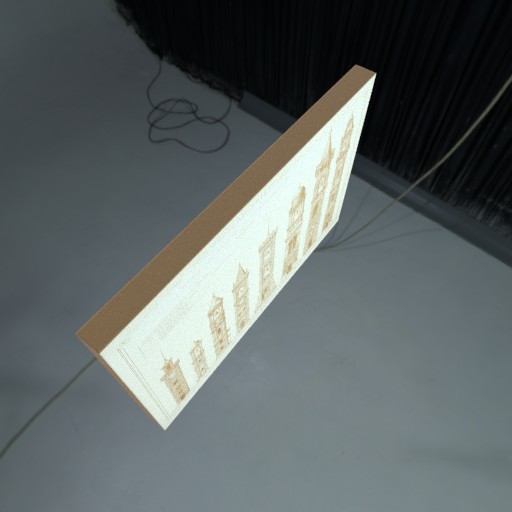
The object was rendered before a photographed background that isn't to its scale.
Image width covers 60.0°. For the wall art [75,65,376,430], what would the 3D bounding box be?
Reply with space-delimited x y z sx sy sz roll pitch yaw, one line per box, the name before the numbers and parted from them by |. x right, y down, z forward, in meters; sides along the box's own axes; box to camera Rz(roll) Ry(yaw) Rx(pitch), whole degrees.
wall art | 0.000 0.000 0.786 0.039 0.407 0.609 33 63 19
